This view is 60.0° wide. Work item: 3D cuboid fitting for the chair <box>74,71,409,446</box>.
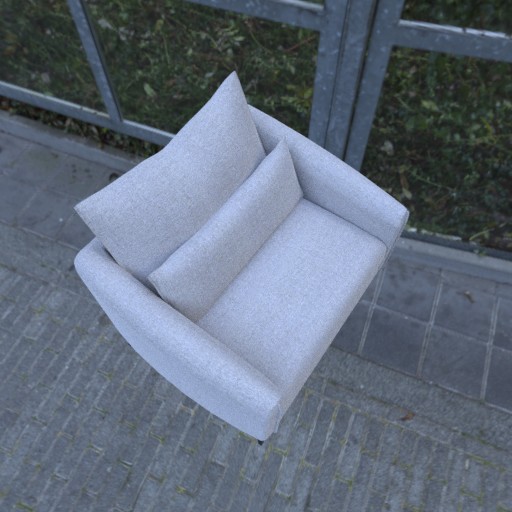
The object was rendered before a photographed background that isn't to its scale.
[{"bbox_3d":[0.000,0.000,1.670,0.801,0.856,1.029,31,63,18],"label":"chair"}]
